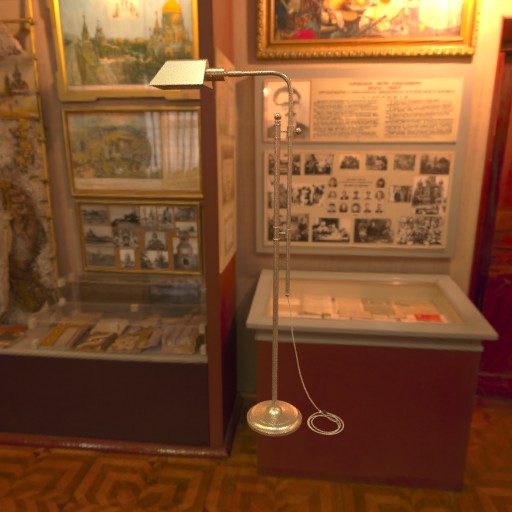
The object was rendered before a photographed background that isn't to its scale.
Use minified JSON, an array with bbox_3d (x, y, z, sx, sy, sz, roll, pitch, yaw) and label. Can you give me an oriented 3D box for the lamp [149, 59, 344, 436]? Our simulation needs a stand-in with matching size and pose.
[{"bbox_3d":[0.000,0.000,1.896,0.813,1.571,0.256,2,14,8],"label":"lamp"}]
